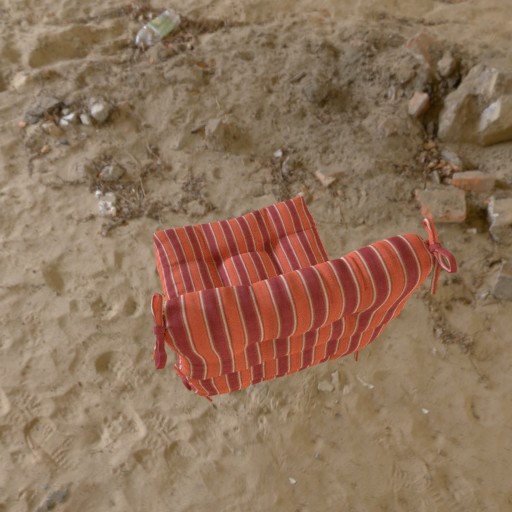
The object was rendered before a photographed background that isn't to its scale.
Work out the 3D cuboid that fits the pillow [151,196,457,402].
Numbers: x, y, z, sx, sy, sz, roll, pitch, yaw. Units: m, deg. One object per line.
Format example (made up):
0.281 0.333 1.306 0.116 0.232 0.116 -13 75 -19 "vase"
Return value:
0.000 0.000 1.023 0.519 0.605 0.571 -15 60 -9 "pillow"
